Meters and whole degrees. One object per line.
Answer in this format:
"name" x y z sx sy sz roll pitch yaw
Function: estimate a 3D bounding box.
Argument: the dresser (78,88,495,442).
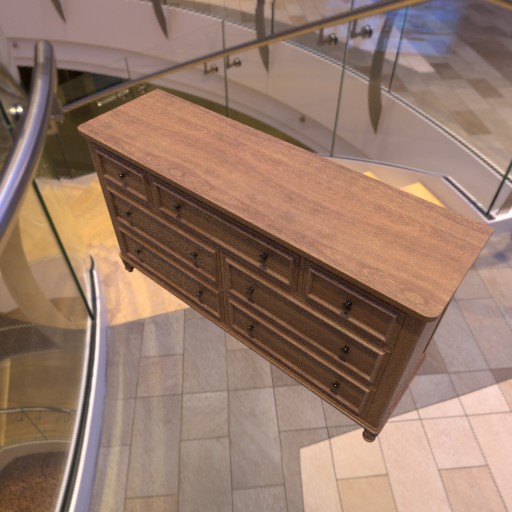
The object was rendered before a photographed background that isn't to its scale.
"dresser" 0.000 0.000 1.953 1.583 0.892 0.468 30 53 26
